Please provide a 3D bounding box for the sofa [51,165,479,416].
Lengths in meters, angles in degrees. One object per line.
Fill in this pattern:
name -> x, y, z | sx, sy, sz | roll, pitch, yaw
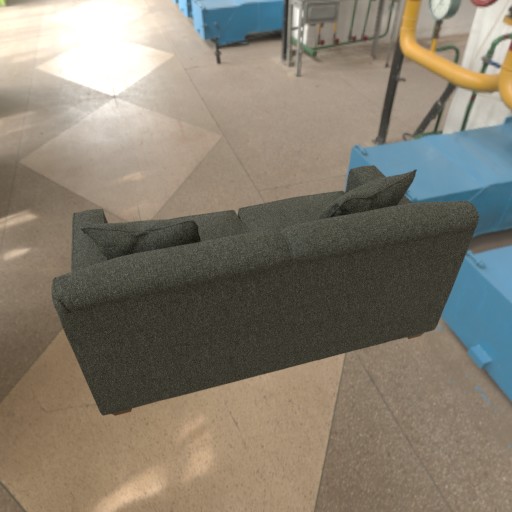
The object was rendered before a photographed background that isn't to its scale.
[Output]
sofa -> 0.000, 0.000, 2.403 | 1.846, 0.958, 0.998 | -11, 42, -13
